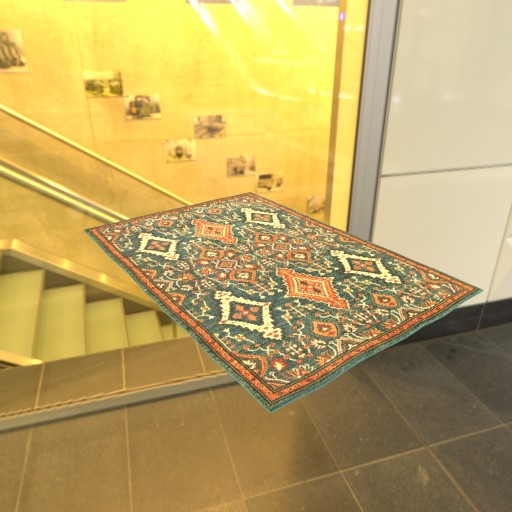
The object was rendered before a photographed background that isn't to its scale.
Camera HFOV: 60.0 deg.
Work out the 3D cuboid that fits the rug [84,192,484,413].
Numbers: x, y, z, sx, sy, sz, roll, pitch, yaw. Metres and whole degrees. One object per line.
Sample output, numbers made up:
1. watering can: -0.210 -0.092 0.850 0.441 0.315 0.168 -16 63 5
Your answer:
1. rug: 0.000 0.000 3.027 1.622 0.009 2.373 -18 31 -32
